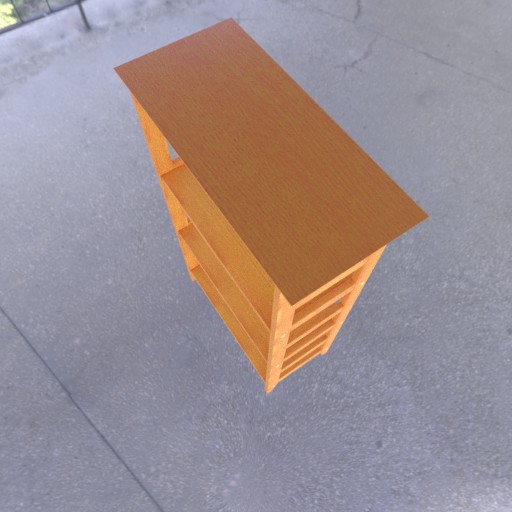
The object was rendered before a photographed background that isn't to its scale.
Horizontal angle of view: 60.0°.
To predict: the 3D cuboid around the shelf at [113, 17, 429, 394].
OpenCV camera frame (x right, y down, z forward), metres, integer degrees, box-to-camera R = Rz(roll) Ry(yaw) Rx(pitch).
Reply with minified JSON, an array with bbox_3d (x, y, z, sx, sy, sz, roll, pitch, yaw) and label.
[{"bbox_3d":[0.000,0.000,1.355,0.305,1.067,0.660,-31,67,-15],"label":"shelf"}]
